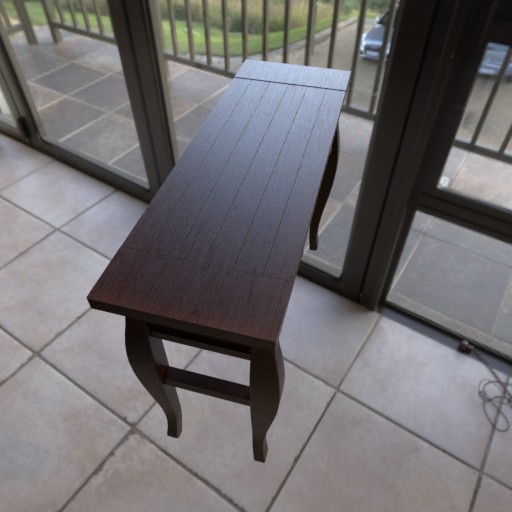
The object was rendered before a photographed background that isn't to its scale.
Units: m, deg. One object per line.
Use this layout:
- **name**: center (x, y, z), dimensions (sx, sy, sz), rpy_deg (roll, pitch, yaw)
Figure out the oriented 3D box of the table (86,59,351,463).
- **table**: center (0.000, 0.000, 1.407), dimensions (0.373, 0.768, 1.062), rpy_deg (11, 48, 10)
